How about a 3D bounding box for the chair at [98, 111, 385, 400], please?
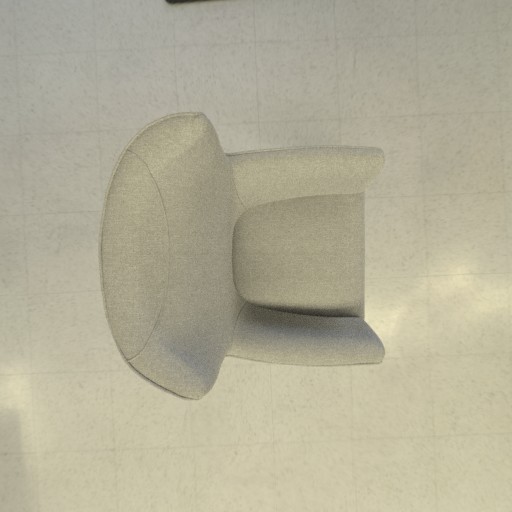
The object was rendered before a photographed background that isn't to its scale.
[{"bbox_3d":[0.000,0.000,1.642,0.888,0.933,0.781,0,90,0],"label":"chair"}]
